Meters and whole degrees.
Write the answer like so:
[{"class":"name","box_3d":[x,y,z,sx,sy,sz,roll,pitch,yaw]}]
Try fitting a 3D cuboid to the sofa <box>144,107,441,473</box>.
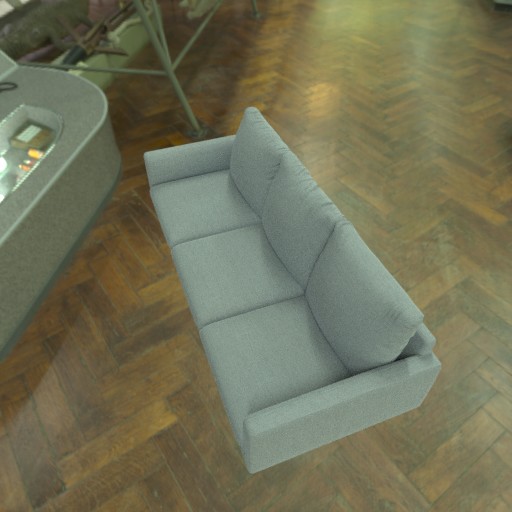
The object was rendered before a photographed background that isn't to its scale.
[{"class":"sofa","box_3d":[0.000,0.000,2.432,0.850,0.830,2.000,-15,47,-15]}]
